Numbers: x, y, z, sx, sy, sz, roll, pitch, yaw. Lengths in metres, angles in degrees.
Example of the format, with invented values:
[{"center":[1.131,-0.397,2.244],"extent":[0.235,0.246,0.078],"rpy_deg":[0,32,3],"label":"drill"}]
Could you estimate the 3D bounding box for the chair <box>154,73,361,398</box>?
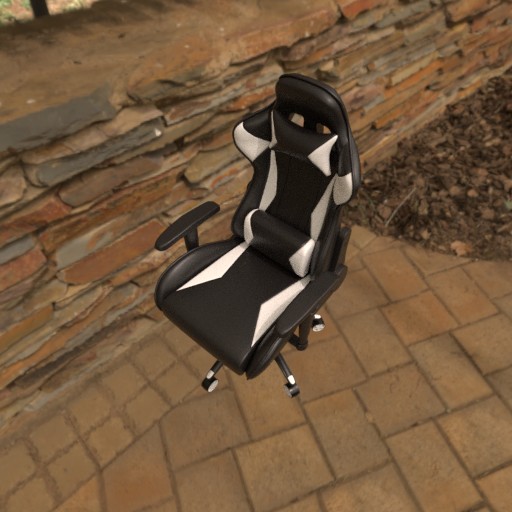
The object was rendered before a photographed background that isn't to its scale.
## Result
[{"center":[0.000,0.000,1.791],"extent":[0.730,1.285,0.695],"rpy_deg":[32,55,26],"label":"chair"}]
